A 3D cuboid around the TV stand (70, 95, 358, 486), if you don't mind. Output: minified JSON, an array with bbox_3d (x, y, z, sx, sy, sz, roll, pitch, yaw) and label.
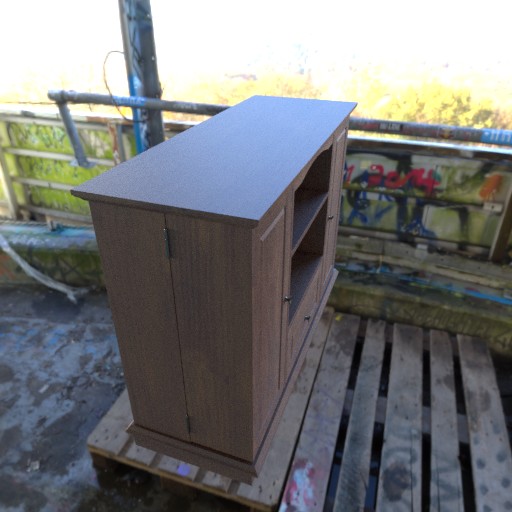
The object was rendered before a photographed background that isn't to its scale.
[{"bbox_3d":[0.000,0.000,1.471,0.406,0.813,1.067,11,32,17],"label":"TV stand"}]
